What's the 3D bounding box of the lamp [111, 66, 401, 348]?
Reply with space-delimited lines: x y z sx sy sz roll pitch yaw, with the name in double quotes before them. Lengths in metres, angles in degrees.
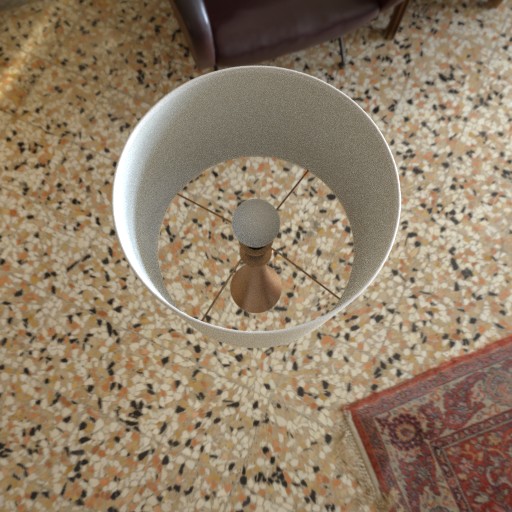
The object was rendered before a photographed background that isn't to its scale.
"lamp" 0.000 0.000 0.641 0.268 0.479 0.268 33 77 8
